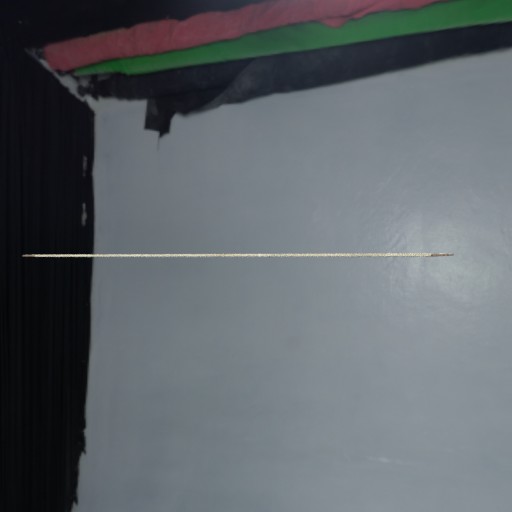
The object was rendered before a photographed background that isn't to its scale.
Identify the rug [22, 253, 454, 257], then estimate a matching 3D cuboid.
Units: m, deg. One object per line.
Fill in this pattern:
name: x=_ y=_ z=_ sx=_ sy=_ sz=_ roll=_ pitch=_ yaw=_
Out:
rug: x=0.000 y=0.000 z=2.255 sx=1.726 sy=0.009 sz=1.278 roll=0 pitch=0 yaw=18
